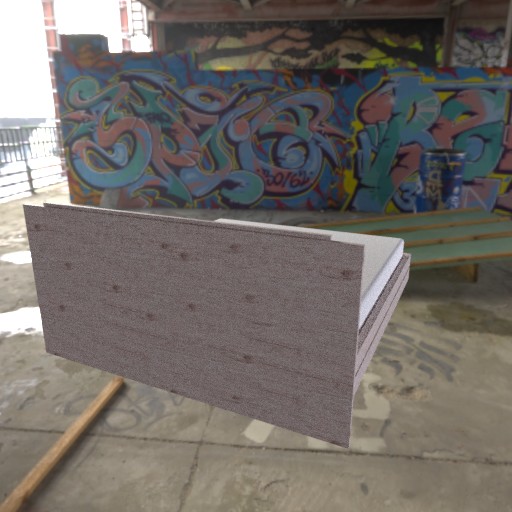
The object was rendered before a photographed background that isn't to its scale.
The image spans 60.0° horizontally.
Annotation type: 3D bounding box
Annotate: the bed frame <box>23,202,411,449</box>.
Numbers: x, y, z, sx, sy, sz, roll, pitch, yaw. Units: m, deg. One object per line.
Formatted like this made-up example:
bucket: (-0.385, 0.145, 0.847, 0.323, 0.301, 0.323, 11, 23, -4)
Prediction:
bed frame: (0.000, 0.000, 3.154, 1.950, 0.970, 2.080, 8, 19, 25)
